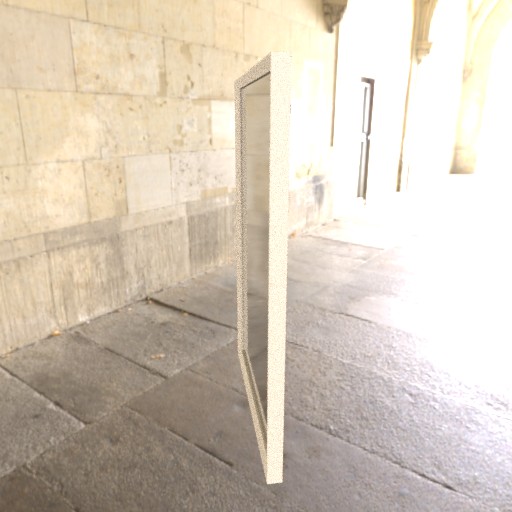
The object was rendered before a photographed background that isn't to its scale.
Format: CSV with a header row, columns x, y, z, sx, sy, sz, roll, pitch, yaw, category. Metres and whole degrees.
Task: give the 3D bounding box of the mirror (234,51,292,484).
x,y,z,sx,sy,sz,roll,pitch,yaw,category
0.000,0.000,1.179,0.041,0.915,0.609,-3,17,-8,mirror
